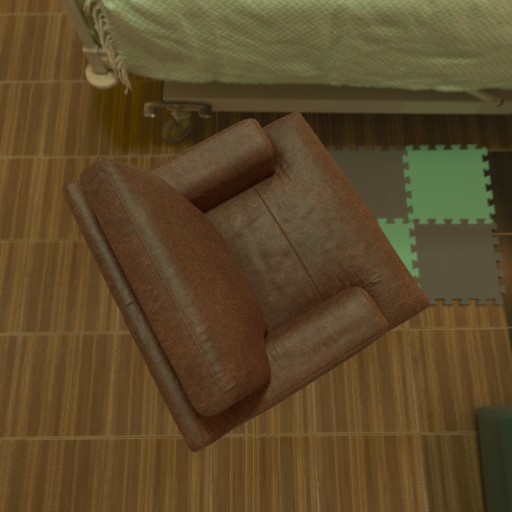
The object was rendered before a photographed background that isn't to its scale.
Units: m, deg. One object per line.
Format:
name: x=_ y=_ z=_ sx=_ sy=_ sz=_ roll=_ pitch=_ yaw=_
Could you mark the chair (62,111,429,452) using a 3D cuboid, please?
chair: x=0.000 y=0.000 z=1.939 sx=1.143 sy=0.939 sz=1.168 roll=-29 pitch=76 yaw=-8
